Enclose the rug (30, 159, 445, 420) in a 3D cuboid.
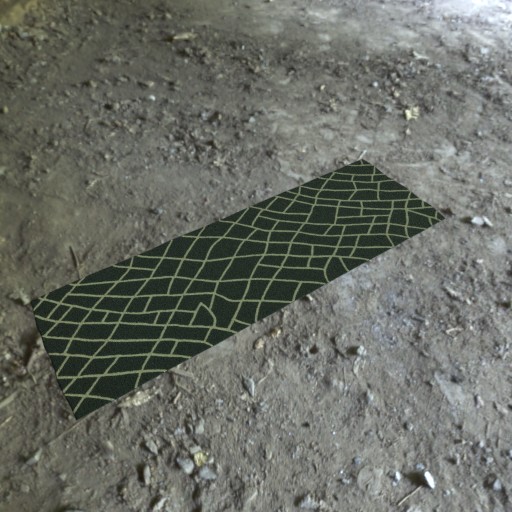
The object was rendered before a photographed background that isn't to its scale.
[{"bbox_3d":[0.000,0.000,2.662,2.476,0.010,0.807,-26,52,-22],"label":"rug"}]
